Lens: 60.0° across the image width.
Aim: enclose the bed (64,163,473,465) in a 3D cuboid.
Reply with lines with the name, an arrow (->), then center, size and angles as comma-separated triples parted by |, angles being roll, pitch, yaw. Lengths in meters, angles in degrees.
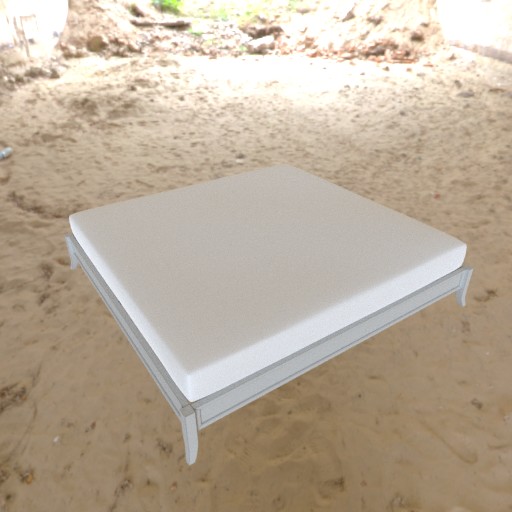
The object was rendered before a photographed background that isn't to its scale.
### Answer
bed -> 0.000, 0.000, 3.102 | 2.108, 0.510, 2.007 | -19, 36, -29
